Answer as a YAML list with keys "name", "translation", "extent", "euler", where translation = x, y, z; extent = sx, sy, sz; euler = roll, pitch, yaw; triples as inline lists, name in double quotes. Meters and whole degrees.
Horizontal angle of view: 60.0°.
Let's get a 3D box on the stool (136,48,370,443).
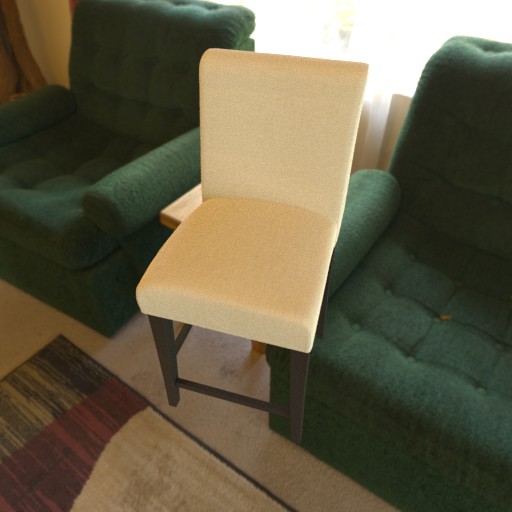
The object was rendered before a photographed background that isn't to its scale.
- name: "stool"
  translation: [0.000, 0.000, 1.303]
  extent: [0.452, 0.976, 0.597]
  euler: [11, 42, 13]
